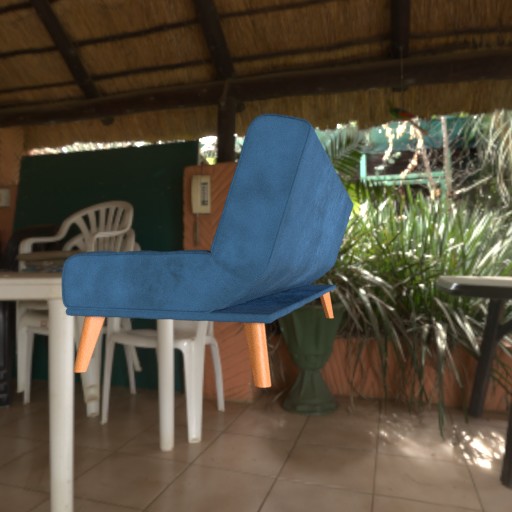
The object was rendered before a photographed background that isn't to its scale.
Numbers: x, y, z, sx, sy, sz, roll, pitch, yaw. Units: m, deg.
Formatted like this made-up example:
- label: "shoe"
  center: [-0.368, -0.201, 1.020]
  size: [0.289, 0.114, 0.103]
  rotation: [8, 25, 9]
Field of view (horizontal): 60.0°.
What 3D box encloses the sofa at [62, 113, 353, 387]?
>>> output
- label: "sofa"
  center: [0.000, 0.000, 2.248]
  size: [0.855, 0.813, 1.804]
  rotation: [0, -1, 16]
